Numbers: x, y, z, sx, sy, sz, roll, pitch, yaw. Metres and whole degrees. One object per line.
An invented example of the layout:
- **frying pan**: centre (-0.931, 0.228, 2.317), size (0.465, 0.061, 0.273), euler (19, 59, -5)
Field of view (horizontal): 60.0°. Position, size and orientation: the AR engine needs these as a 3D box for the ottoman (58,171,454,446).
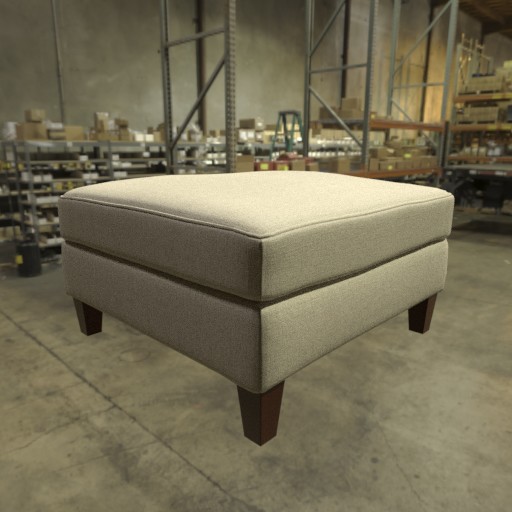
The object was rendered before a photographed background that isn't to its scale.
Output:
- **ottoman**: centre (0.000, 0.000, 1.315), size (0.838, 0.478, 0.838), euler (13, 19, 42)
